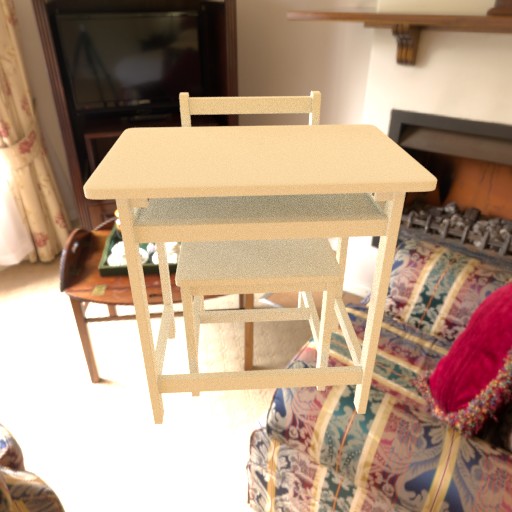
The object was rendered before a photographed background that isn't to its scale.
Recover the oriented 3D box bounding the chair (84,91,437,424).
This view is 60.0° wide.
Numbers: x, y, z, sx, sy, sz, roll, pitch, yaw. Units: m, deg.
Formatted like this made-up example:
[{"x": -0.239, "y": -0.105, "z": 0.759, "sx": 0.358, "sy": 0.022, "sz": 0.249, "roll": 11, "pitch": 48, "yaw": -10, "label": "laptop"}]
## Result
[{"x": 0.000, "y": 0.000, "z": 1.068, "sx": 0.599, "sy": 0.673, "sz": 0.461, "roll": -2, "pitch": 30, "yaw": -3, "label": "chair"}]
